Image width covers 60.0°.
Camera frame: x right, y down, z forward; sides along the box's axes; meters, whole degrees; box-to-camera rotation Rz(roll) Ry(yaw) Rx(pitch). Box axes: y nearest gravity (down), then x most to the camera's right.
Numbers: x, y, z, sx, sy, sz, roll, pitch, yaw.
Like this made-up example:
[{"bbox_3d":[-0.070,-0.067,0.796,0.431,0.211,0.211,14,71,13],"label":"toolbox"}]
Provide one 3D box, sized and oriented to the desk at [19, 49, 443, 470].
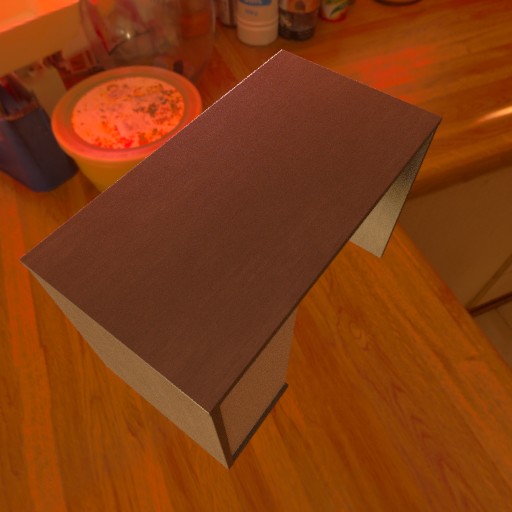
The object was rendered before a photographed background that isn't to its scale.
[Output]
[{"bbox_3d":[0.000,0.000,1.520,0.600,0.750,1.100,32,62,19],"label":"desk"}]
